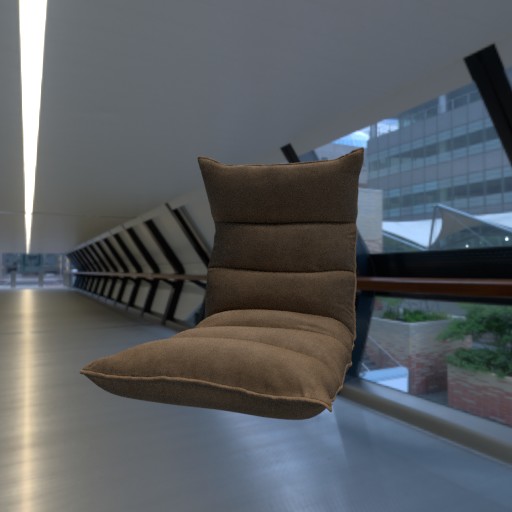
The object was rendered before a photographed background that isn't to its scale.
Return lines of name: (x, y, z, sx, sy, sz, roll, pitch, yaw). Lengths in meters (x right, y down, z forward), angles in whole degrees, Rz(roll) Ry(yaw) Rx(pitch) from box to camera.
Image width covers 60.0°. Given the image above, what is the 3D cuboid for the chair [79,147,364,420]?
chair: (0.000, 0.000, 1.578, 0.714, 0.892, 0.985, 0, -1, 17)
